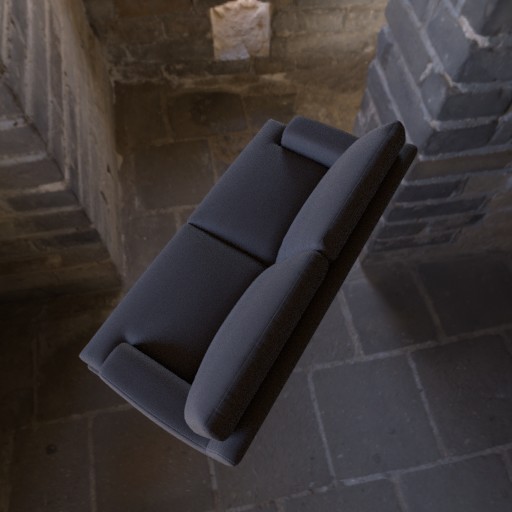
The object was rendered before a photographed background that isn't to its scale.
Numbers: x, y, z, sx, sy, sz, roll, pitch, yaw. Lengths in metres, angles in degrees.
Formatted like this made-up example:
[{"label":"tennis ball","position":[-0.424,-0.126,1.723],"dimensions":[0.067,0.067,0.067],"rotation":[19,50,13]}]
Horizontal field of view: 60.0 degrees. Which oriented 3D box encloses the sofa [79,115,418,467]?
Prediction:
[{"label":"sofa","position":[0.000,0.000,2.824],"dimensions":[1.140,0.950,2.271],"rotation":[29,66,14]}]
